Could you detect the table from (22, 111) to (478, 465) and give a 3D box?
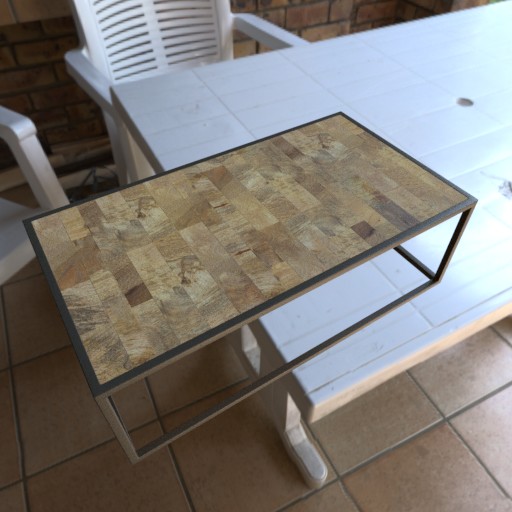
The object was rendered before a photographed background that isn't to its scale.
[{"bbox_3d":[0.000,0.000,1.462,1.199,0.398,0.649,-25,51,-22],"label":"table"}]
